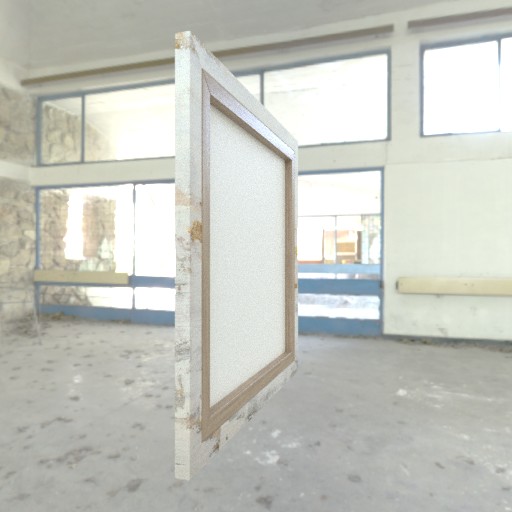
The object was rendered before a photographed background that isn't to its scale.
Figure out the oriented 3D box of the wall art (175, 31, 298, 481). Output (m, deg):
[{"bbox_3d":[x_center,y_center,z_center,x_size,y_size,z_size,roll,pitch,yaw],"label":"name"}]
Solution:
[{"bbox_3d":[0.000,0.000,1.486,0.040,1.018,1.015,0,0,19],"label":"wall art"}]
